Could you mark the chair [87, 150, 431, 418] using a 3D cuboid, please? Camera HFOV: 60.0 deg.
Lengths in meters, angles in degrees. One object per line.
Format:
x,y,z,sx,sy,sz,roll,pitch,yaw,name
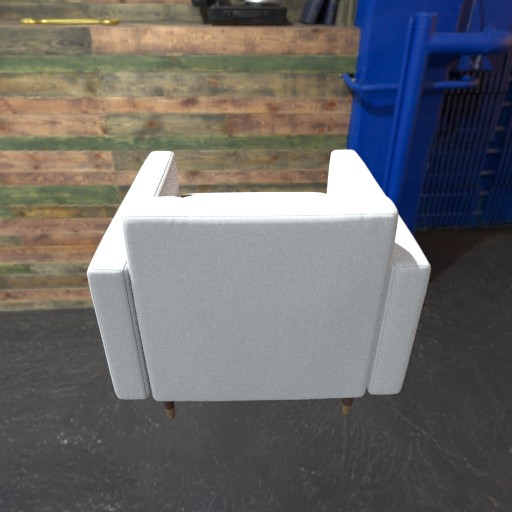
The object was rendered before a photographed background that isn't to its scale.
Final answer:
0.000,0.000,1.671,0.953,0.819,0.998,-1,32,-1,chair
